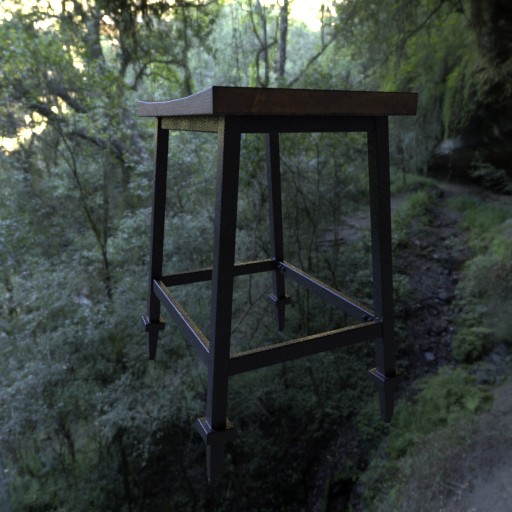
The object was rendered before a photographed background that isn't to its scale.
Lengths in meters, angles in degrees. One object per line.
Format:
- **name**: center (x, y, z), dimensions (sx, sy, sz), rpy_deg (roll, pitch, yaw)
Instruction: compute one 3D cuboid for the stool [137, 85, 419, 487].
- **stool**: center (0.000, 0.000, 0.924), dimensions (0.405, 0.625, 0.486), rpy_deg (-8, 19, -24)
